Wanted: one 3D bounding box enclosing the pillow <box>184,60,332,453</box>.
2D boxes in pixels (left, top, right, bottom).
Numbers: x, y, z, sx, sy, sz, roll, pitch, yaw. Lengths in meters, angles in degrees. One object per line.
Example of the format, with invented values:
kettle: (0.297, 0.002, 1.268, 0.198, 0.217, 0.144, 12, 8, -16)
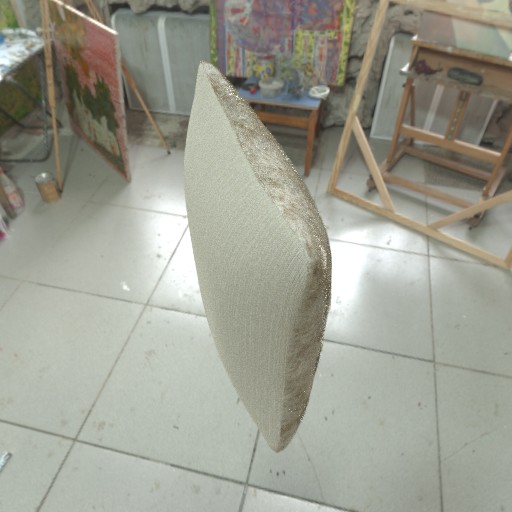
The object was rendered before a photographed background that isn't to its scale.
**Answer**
pillow: (0.000, 0.000, 0.811, 0.216, 0.525, 0.538, -12, 46, -11)
